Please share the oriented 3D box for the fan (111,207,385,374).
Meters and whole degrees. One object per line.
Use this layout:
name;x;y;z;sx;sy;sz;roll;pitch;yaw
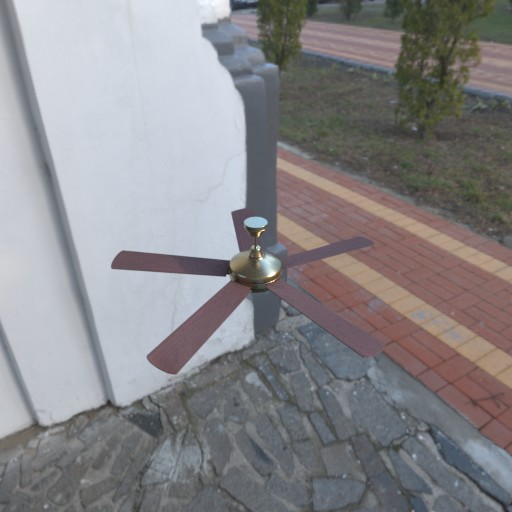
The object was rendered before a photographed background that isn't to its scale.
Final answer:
fan;0.000;0.000;2.055;1.321;0.356;1.321;-9;33;-14
